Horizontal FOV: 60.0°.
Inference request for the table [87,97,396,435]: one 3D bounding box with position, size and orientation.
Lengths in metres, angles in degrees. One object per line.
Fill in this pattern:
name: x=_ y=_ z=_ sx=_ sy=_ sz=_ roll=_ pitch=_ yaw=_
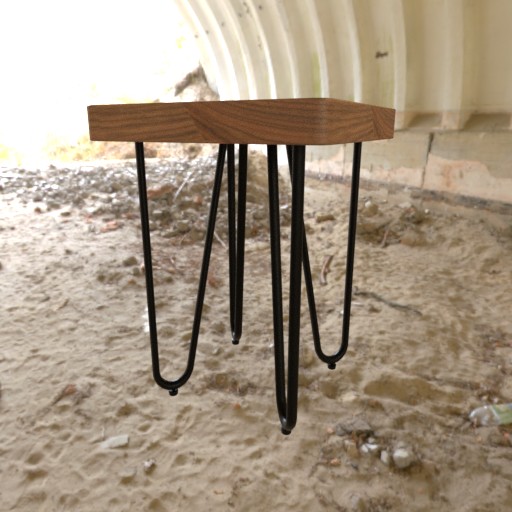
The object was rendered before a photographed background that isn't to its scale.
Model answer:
table: x=0.000 y=0.000 z=1.007 sx=0.479 sy=0.641 sz=0.480 roll=8 pitch=18 yaw=27
